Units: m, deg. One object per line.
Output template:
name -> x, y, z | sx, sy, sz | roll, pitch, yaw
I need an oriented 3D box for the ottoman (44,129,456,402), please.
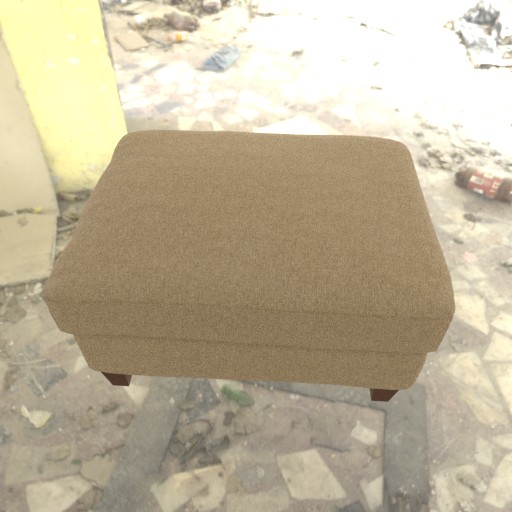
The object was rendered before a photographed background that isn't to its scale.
ottoman -> 0.000, 0.000, 1.284 | 0.889, 0.511, 0.692 | 3, 46, 3
